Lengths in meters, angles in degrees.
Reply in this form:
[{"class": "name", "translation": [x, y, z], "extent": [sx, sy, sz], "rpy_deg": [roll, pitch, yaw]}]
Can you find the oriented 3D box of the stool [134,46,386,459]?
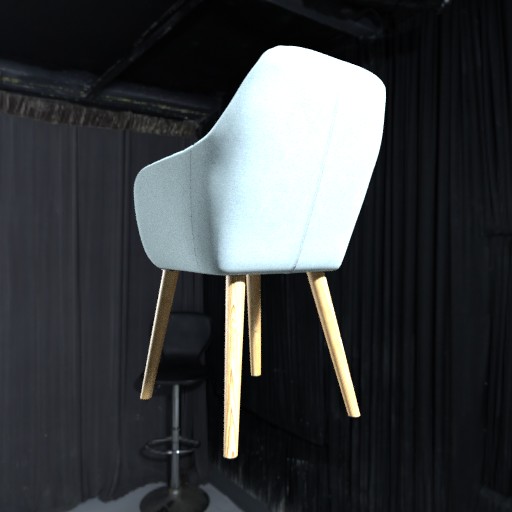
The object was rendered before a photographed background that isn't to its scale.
[{"class": "stool", "translation": [0.000, 0.000, 1.161], "extent": [0.503, 0.830, 0.590], "rpy_deg": [-1, 1, -36]}]
